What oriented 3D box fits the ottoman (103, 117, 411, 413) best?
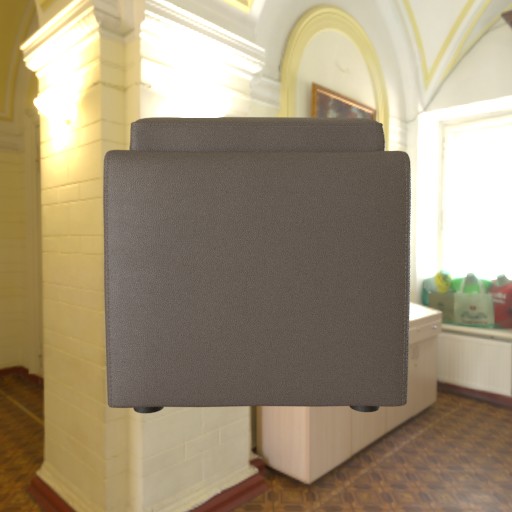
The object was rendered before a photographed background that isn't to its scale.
[{"bbox_3d":[0.000,0.000,0.849,0.450,0.460,0.451,0,2,-1],"label":"ottoman"}]
